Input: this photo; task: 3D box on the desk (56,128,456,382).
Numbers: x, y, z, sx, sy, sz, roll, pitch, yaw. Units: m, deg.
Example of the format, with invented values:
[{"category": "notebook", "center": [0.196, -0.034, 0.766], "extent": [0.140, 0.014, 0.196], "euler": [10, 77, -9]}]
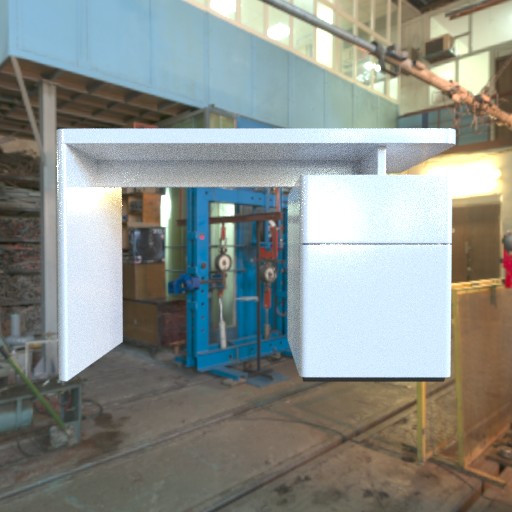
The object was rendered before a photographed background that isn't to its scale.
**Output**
[{"category": "desk", "center": [0.000, 0.000, 1.582], "extent": [1.200, 0.760, 0.550], "euler": [0, 1, 0]}]
